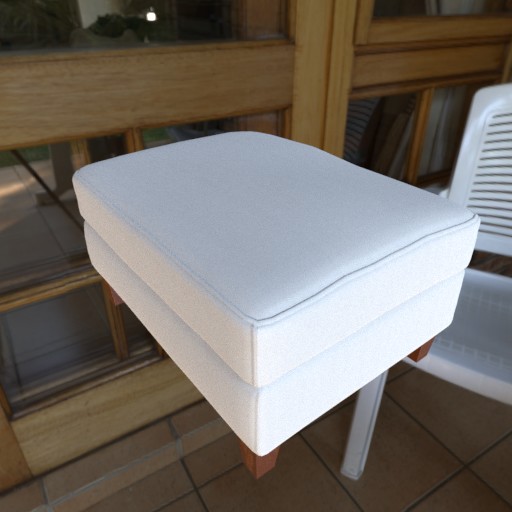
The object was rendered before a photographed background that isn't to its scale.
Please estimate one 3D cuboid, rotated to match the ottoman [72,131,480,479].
[{"bbox_3d":[0.000,0.000,1.143,0.634,0.479,0.818,-22,37,-32],"label":"ottoman"}]
